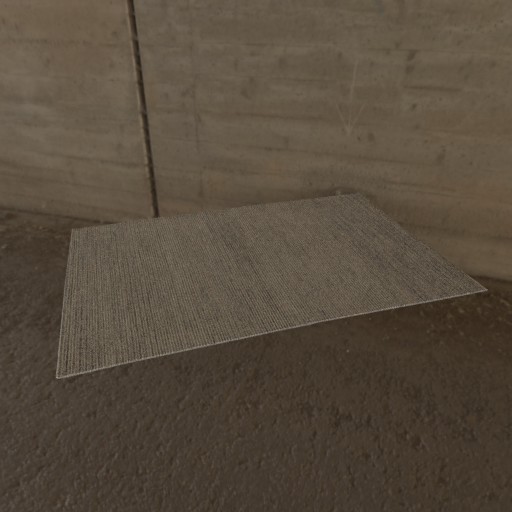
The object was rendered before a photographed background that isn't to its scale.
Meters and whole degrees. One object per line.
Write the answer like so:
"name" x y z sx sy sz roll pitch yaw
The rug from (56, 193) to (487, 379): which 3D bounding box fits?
"rug" 0.000 0.000 2.187 1.773 0.021 1.149 -9 32 -15
